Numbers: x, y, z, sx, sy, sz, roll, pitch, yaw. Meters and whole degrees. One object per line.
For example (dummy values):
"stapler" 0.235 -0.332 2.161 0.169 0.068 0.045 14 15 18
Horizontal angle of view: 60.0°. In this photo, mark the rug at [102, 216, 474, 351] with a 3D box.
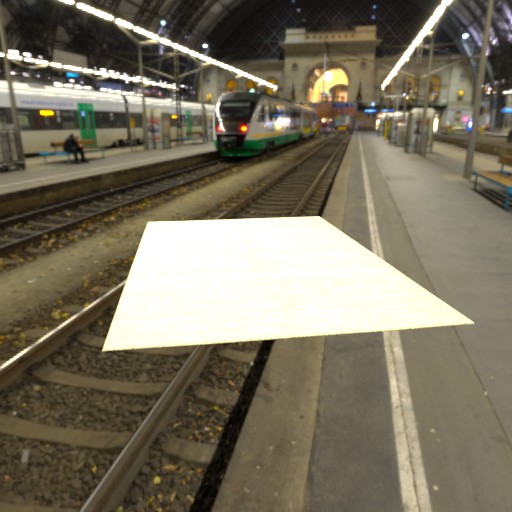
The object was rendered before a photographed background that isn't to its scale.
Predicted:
"rug" 0.000 0.000 2.323 1.250 0.015 1.850 -3 17 -9
